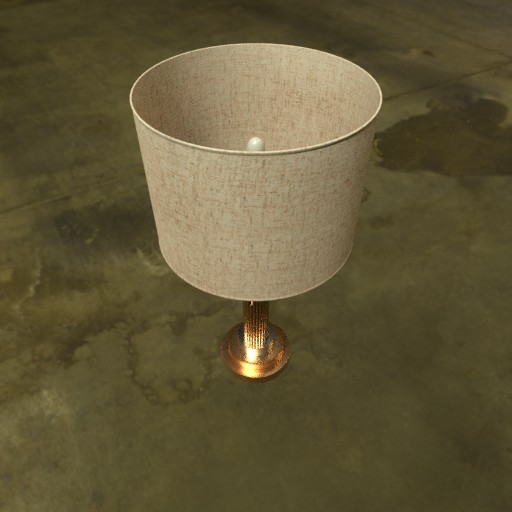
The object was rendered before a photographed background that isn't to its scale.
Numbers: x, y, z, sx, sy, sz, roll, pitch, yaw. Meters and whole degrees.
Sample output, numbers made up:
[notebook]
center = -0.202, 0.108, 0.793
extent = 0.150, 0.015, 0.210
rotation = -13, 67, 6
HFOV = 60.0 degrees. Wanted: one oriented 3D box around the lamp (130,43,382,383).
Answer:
[lamp]
center = 0.000, 0.000, 0.787
extent = 0.321, 0.610, 0.321
rotation = 10, 45, 11
